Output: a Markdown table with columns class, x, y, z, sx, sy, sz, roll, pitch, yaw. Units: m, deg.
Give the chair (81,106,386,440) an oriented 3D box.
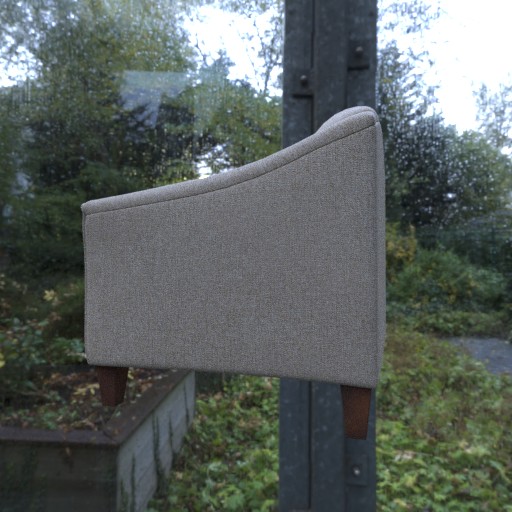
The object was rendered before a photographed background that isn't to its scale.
| class | x | y | z | sx | sy | sz | roll | pitch | yaw |
| --- | --- | --- | --- | --- | --- | --- | --- | --- | --- |
| chair | 0.000 | 0.000 | 1.426 | 0.787 | 0.839 | 0.763 | 0 | -1 | 17 |
